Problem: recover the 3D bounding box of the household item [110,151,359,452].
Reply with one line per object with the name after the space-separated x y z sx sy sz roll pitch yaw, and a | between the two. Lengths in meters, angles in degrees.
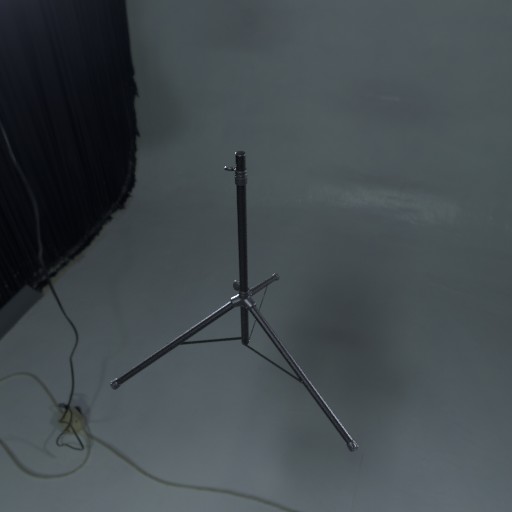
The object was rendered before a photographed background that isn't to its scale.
0.000 0.000 2.680 1.596 1.595 1.339 11 42 12 | household item
